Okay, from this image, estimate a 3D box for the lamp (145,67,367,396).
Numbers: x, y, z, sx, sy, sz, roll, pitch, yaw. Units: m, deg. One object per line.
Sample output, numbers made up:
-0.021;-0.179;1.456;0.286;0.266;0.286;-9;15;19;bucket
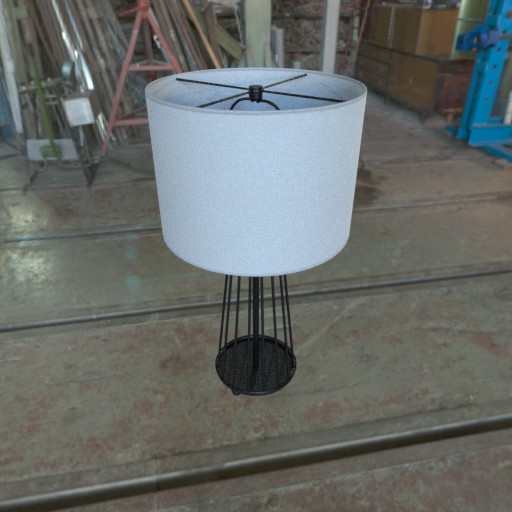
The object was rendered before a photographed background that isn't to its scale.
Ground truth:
0.000;0.000;0.809;0.322;0.593;0.322;19;36;28;lamp
